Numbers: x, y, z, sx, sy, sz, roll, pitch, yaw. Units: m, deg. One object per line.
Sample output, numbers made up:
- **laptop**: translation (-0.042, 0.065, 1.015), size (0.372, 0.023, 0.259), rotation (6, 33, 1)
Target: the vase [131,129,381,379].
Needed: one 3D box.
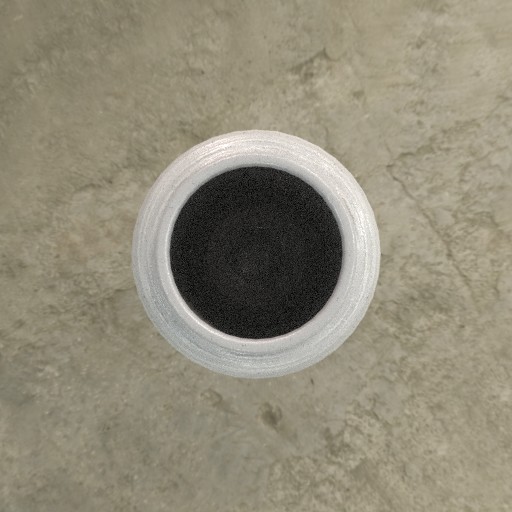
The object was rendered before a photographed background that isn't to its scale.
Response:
- **vase**: translation (0.000, 0.000, 0.467), size (0.202, 0.335, 0.202), rotation (0, 89, 0)
